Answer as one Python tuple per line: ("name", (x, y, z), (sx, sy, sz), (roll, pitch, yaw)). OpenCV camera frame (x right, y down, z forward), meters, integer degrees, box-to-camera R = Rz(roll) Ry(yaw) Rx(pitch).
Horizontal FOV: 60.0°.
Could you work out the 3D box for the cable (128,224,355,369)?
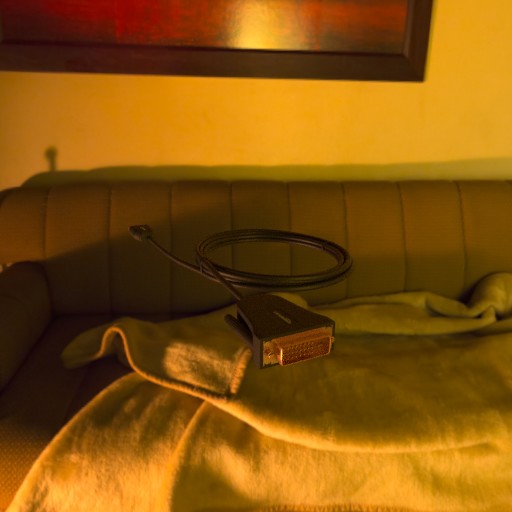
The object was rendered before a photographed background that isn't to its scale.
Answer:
("cable", (0.000, 0.000, 0.334), (0.136, 0.015, 0.281), (-8, 18, -26))
